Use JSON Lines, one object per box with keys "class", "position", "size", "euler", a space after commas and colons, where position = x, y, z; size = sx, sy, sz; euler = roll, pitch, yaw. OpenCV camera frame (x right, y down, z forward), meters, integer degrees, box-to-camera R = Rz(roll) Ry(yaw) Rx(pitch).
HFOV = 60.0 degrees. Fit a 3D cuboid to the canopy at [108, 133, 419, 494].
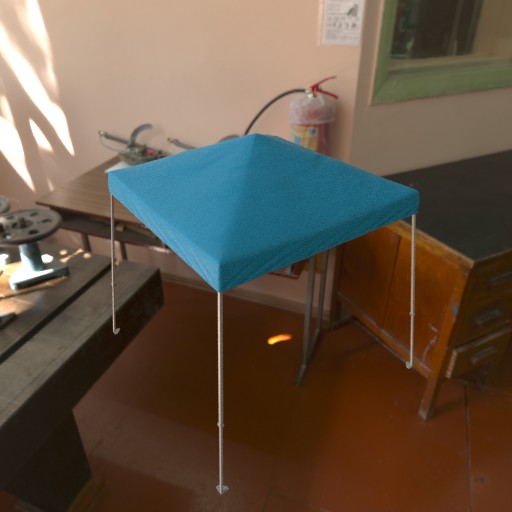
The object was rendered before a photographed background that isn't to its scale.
{"class": "canopy", "position": [0.000, 0.000, 5.131], "size": [2.849, 2.849, 2.848], "euler": [-21, 37, -30]}
